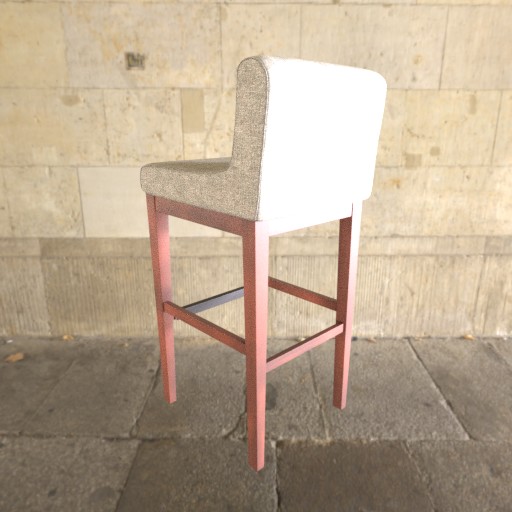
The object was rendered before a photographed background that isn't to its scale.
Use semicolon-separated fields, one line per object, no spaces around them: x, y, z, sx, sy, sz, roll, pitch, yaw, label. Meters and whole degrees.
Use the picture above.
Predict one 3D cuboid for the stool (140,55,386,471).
0.000;0.000;1.237;0.426;0.965;0.499;-16;23;-42;stool
